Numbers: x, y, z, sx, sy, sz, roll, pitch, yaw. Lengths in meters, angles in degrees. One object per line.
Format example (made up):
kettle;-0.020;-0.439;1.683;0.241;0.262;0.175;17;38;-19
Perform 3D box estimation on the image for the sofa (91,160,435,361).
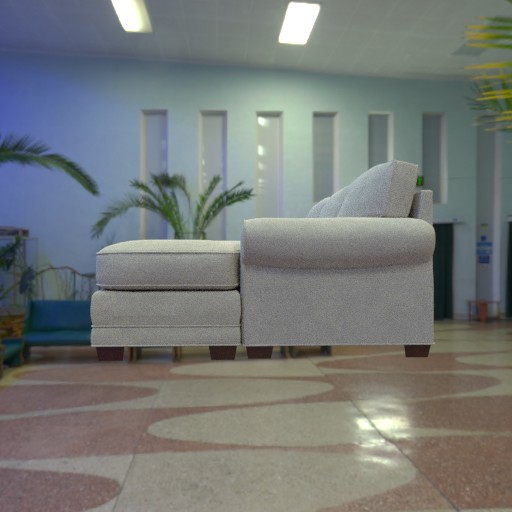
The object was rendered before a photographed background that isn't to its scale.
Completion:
sofa;0.000;0.000;2.383;1.226;0.734;1.770;0;0;-2
